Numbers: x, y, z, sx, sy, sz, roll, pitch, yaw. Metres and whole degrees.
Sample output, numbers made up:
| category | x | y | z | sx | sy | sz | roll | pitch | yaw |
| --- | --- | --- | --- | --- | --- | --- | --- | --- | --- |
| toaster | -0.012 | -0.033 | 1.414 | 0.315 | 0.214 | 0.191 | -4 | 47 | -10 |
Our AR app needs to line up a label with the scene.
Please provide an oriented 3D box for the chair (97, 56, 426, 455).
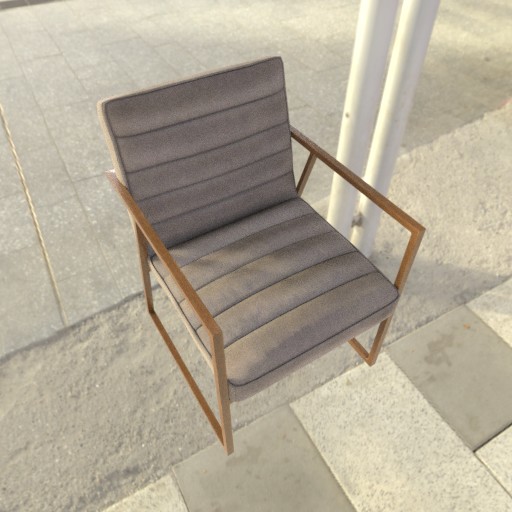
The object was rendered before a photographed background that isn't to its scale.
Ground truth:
| category | x | y | z | sx | sy | sz | roll | pitch | yaw |
| --- | --- | --- | --- | --- | --- | --- | --- | --- | --- |
| chair | 0.000 | 0.000 | 1.283 | 0.578 | 0.843 | 0.682 | -24 | 51 | -21 |
